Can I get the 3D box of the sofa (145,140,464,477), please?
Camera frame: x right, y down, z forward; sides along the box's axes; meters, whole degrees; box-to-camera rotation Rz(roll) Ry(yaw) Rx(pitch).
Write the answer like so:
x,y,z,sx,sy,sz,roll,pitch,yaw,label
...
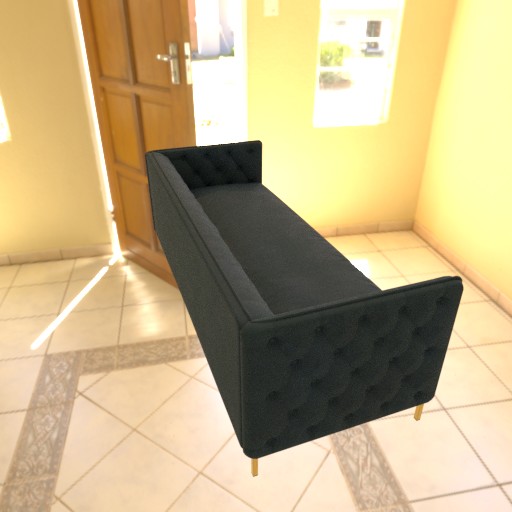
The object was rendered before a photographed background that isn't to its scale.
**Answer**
x,y,z,sx,sy,sz,roll,pitch,yaw,label
0.000,0.000,2.574,0.895,0.771,2.209,-10,31,-18,sofa
